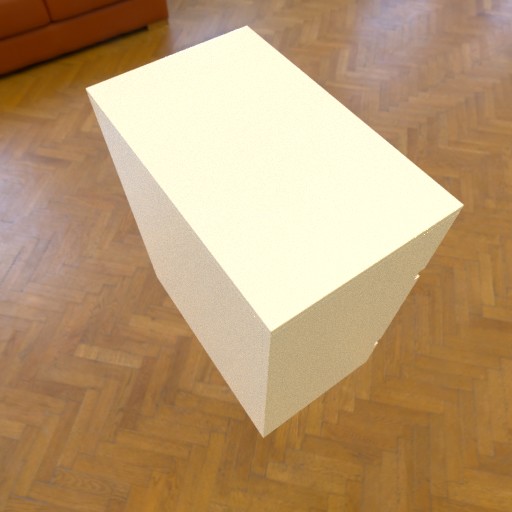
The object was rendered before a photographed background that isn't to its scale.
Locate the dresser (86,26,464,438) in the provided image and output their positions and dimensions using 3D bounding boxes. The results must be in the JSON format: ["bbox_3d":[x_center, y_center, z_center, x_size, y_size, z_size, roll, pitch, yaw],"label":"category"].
[{"bbox_3d":[0.000,0.000,1.163,0.400,0.800,0.650,-30,62,-18],"label":"dresser"}]
